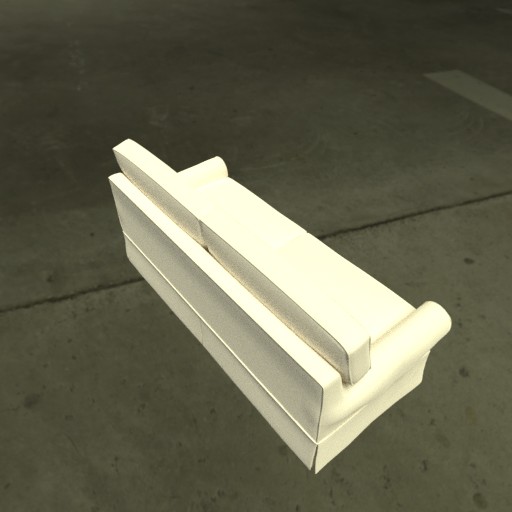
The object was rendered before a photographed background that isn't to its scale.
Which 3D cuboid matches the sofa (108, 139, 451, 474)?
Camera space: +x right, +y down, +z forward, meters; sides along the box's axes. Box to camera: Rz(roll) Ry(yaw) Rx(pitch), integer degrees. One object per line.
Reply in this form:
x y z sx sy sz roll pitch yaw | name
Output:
0.000 0.000 2.549 0.862 0.937 2.021 -27 48 -28 | sofa
